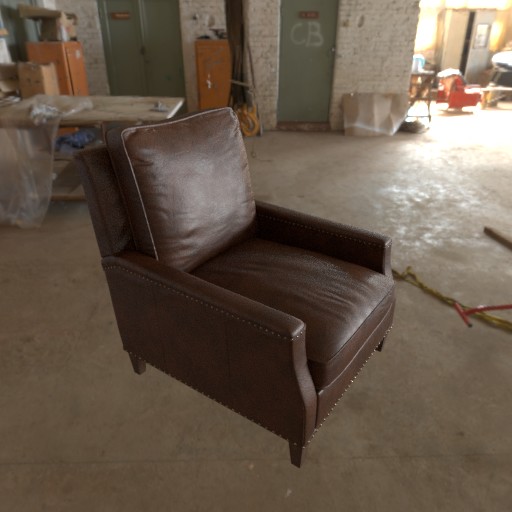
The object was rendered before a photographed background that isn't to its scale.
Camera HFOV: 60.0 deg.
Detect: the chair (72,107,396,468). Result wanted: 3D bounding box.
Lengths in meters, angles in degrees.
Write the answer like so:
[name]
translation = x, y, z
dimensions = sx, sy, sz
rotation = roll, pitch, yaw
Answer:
[chair]
translation = 0.000, 0.000, 1.832
dimensions = 1.035, 1.054, 0.854
rotation = 18, 32, 31
